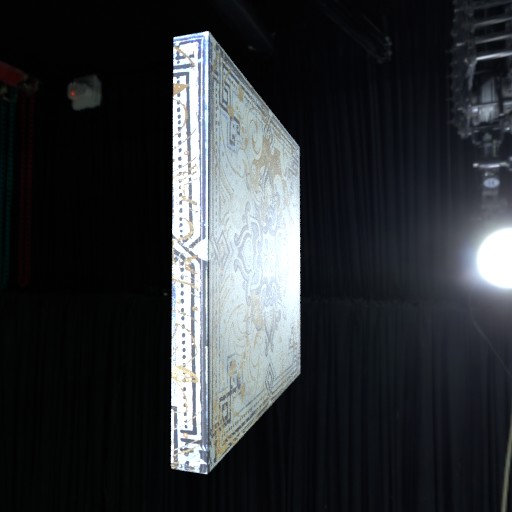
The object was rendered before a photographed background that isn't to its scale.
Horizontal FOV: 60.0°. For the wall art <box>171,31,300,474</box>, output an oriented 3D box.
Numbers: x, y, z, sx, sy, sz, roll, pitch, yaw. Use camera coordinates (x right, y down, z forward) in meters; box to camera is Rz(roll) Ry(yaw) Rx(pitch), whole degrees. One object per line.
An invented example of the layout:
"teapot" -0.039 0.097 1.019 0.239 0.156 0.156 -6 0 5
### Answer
"wall art" 0.000 0.000 0.611 0.038 0.410 0.411 -1 -2 17
